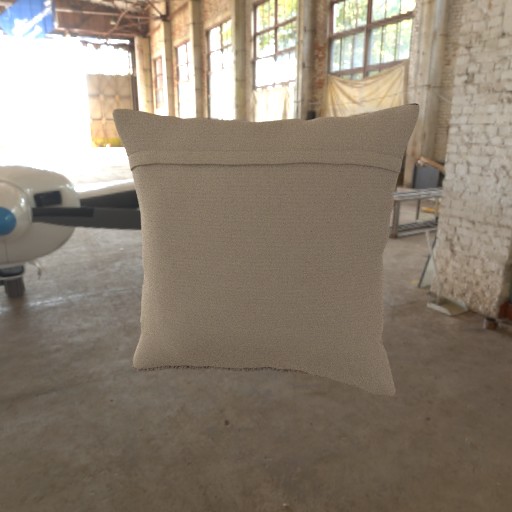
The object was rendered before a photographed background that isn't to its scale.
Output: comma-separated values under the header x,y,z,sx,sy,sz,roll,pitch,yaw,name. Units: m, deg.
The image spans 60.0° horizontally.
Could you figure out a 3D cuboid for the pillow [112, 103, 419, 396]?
x,y,z,sx,sy,sz,roll,pitch,yaw,name
0.000,0.000,0.730,0.475,0.473,0.178,3,16,10,pillow
